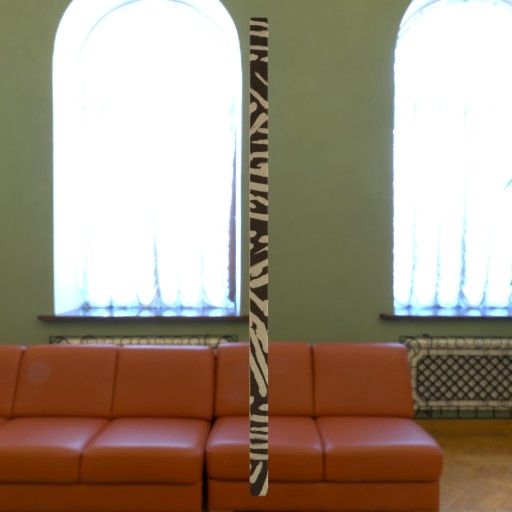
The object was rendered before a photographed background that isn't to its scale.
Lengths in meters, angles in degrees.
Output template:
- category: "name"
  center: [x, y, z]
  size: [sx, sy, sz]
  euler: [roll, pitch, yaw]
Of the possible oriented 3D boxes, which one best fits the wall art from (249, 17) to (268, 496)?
- category: "wall art"
  center: [0.000, 0.000, 1.321]
  size: [0.038, 1.017, 0.765]
  euler: [0, 1, -1]
